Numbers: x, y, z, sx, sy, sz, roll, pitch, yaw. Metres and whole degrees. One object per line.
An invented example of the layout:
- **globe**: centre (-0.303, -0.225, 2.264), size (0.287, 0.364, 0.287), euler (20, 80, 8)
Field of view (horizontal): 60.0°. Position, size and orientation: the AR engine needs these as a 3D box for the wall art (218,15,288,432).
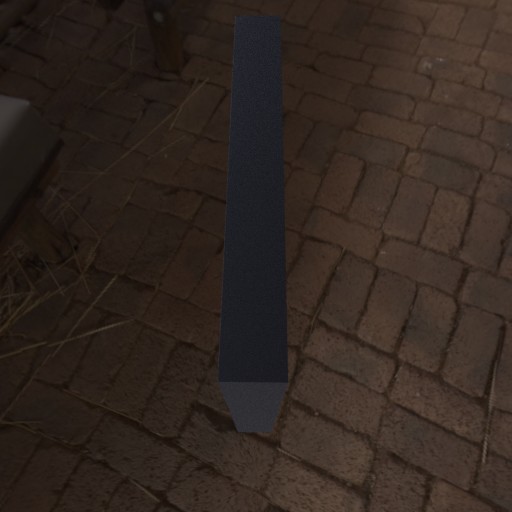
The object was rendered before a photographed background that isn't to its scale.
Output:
- **wall art**: centre (0.000, 0.000, 0.444), size (0.038, 0.304, 0.304), euler (1, 64, 0)
